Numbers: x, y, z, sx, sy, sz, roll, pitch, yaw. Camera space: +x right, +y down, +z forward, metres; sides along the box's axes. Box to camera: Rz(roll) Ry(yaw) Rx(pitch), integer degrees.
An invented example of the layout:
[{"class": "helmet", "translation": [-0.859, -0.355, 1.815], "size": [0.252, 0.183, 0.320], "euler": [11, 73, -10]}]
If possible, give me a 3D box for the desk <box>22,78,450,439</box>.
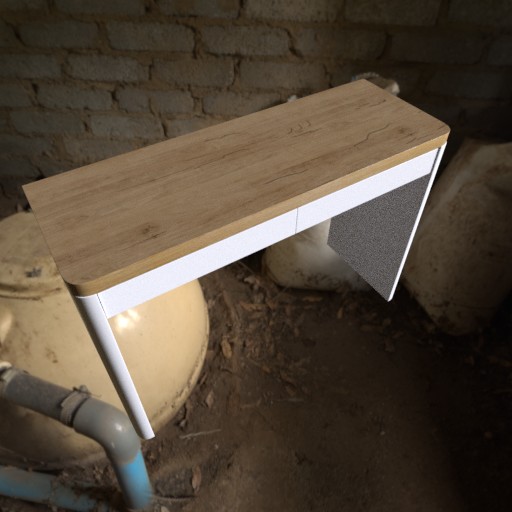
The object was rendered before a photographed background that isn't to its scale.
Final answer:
[{"class": "desk", "translation": [0.000, 0.000, 1.439], "size": [1.100, 0.760, 0.390], "euler": [-25, 51, -22]}]
